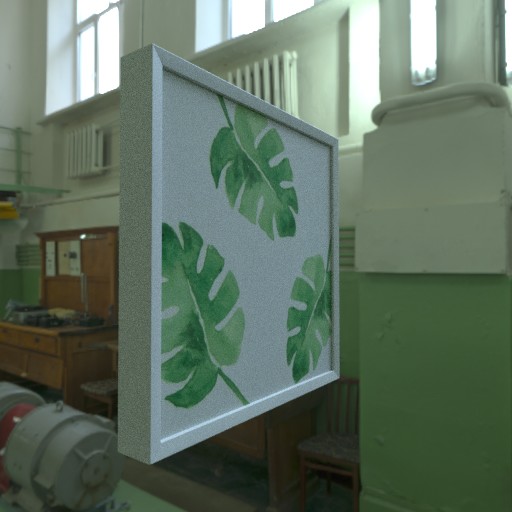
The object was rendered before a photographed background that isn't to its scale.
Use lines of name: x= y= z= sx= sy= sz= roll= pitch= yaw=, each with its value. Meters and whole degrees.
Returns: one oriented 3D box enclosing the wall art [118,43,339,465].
wall art: x=0.000 y=0.000 z=0.453 sx=0.038 sy=0.305 sz=0.305 roll=-1 pitch=-2 yaw=37
